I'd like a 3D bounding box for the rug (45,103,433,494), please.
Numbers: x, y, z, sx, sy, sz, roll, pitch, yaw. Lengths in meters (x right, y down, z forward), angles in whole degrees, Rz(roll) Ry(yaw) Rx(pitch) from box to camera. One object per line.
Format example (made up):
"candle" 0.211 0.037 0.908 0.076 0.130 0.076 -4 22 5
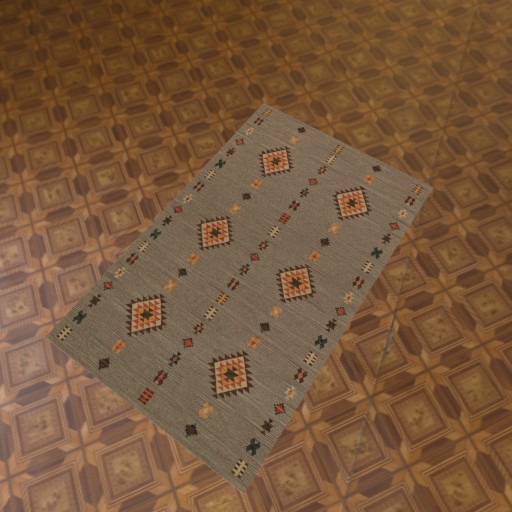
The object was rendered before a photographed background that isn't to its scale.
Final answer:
"rug" 0.000 0.000 3.018 1.515 0.007 2.427 31 67 15
